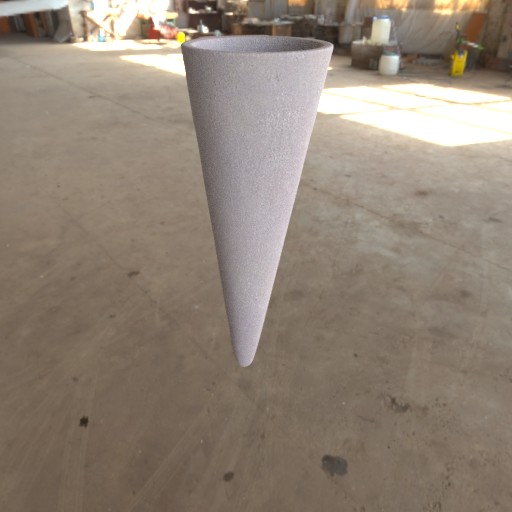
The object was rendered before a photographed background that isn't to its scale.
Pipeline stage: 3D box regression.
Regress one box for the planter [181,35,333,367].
[{"bbox_3d":[0.000,0.000,0.297,0.078,0.259,0.087,-10,32,-16],"label":"planter"}]
